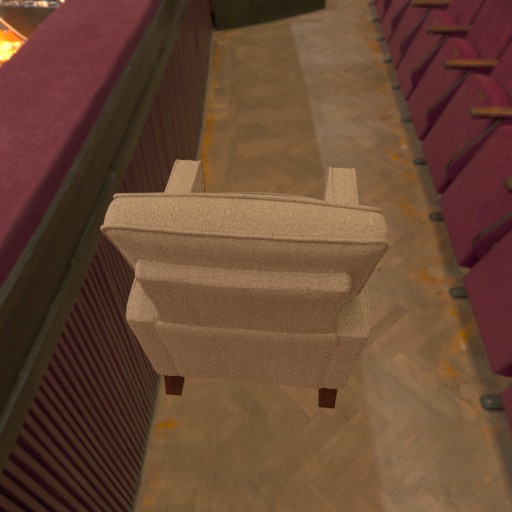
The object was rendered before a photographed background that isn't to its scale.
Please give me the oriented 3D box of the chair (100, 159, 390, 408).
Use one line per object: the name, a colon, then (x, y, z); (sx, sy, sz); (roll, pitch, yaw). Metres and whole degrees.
chair: (0.000, 0.000, 1.413); (0.648, 0.888, 0.754); (4, 46, 4)
